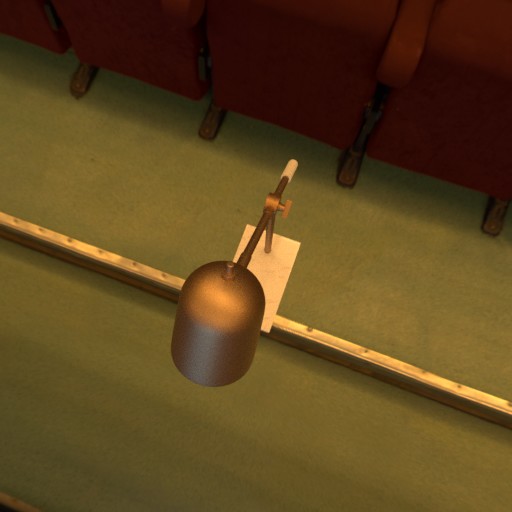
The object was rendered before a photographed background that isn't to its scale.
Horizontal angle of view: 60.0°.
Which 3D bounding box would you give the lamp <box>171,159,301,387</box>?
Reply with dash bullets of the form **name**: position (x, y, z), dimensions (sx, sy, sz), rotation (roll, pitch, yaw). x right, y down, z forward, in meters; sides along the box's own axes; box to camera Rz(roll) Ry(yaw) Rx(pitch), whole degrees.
- **lamp**: position (0.000, 0.000, 0.826), dimensions (0.144, 0.603, 0.471), rotation (19, 77, 5)
